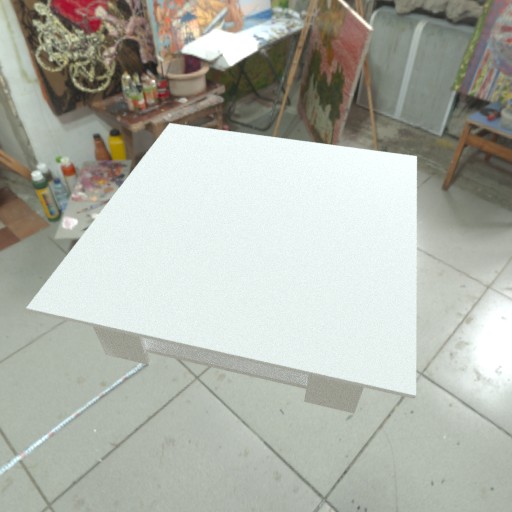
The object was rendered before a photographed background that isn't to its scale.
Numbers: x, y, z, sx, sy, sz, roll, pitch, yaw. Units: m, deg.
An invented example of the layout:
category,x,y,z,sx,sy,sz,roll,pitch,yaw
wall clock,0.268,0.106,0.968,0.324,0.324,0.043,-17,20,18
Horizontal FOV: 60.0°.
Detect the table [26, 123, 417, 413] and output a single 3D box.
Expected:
category,x,y,z,sx,sy,sz,roll,pitch,yaw
table,0.000,0.000,1.375,0.890,0.305,0.890,10,46,10
